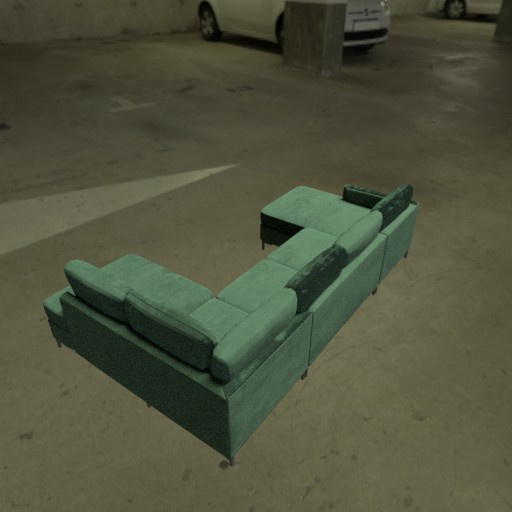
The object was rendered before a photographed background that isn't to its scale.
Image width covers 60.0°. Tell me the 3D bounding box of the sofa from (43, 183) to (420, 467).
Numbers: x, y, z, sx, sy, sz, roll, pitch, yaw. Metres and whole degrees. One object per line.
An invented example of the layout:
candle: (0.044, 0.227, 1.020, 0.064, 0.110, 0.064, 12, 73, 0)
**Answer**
sofa: (0.000, 0.000, 4.430, 2.055, 0.992, 3.434, 22, 38, 30)
